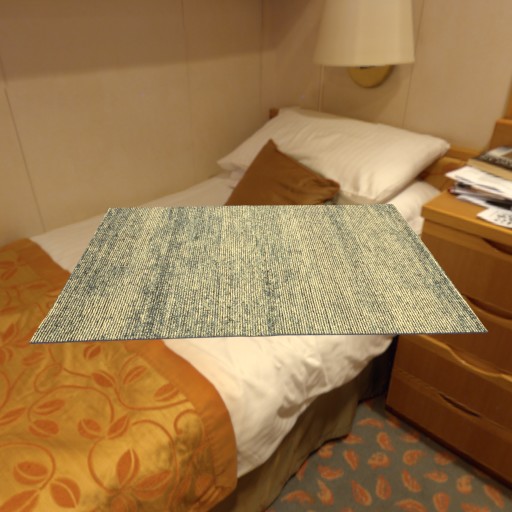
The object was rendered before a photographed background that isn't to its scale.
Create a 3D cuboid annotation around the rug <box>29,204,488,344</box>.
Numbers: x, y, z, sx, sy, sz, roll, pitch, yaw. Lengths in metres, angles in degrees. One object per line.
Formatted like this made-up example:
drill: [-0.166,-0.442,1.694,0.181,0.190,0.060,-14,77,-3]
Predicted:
rug: [0.000,0.000,2.941,2.349,0.030,1.624,-1,30,-2]
